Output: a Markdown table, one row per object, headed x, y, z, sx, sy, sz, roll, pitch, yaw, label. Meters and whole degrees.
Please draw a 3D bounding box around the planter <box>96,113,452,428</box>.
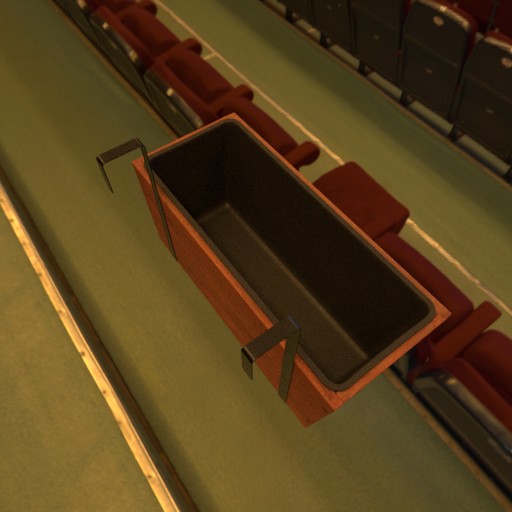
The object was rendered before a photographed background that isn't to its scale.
| x | y | z | sx | sy | sz | roll | pitch | yaw | label |
| --- | --- | --- | --- | --- | --- | --- | --- | --- | --- |
| 0.000 | 0.000 | 0.657 | 0.262 | 0.289 | 0.480 | -32 | 62 | -19 | planter |
